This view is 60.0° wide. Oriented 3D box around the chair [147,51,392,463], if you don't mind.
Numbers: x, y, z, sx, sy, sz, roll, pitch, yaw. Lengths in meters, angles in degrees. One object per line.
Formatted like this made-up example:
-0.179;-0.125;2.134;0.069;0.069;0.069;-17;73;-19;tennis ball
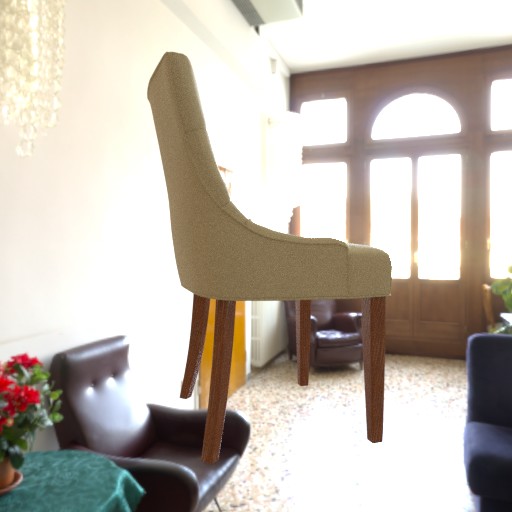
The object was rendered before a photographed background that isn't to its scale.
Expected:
0.000;0.000;1.195;0.565;0.874;0.509;0;1;-16;chair
